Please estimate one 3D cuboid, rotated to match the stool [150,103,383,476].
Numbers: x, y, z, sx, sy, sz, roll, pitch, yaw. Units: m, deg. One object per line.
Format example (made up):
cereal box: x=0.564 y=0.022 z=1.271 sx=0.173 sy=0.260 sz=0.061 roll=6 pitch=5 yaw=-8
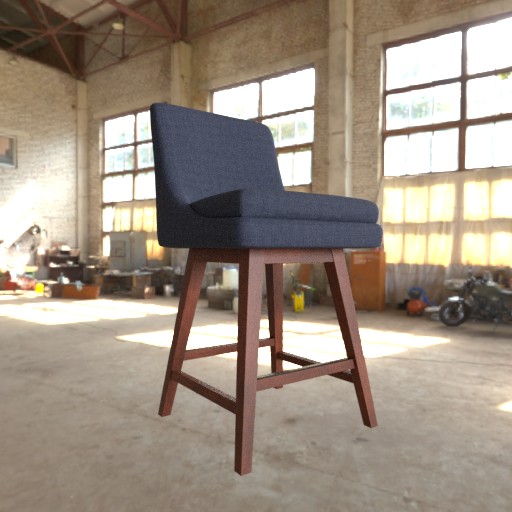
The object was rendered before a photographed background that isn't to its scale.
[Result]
stool: x=0.000 y=0.000 z=1.225 sx=0.467 sy=0.895 sz=0.524 roll=-1 pitch=1 yaw=-36
